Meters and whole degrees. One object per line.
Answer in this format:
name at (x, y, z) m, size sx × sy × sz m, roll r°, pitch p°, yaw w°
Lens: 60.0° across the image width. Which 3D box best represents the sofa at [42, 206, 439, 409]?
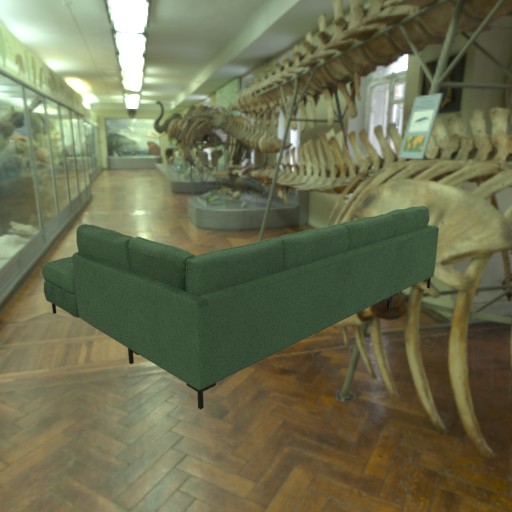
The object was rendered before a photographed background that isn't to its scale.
sofa at (0.000, 0.000, 3.301) m, size 1.707 × 0.687 × 2.486 m, roll 14°, pitch 20°, yaw 43°
